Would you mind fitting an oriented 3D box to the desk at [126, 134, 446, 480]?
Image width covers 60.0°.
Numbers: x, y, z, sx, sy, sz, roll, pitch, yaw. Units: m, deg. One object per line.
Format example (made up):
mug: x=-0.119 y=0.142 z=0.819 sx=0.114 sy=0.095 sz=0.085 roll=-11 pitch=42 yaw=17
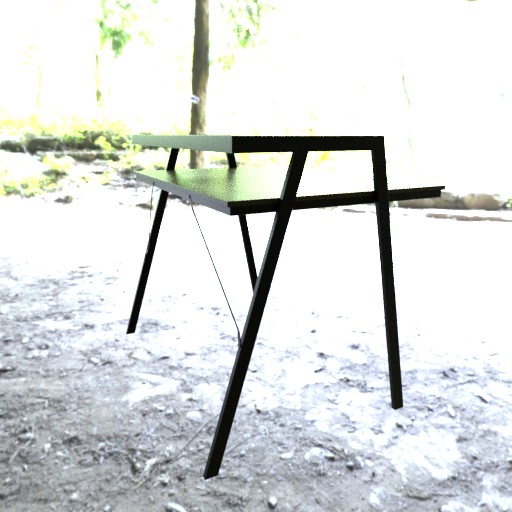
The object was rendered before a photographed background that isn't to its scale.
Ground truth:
desk: x=0.000 y=0.000 z=1.894 sx=0.936 sy=0.998 sz=1.143 roll=-8 pitch=17 yaw=-26
